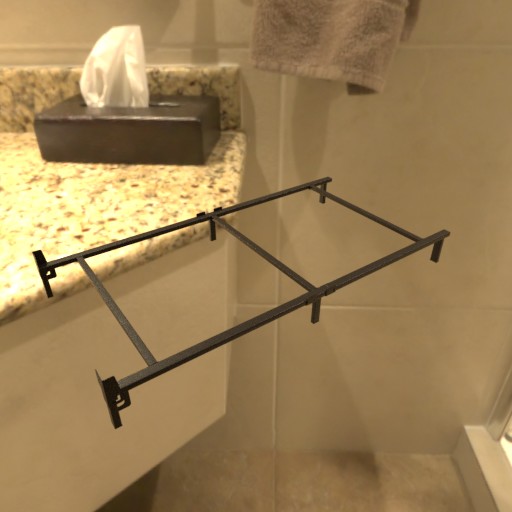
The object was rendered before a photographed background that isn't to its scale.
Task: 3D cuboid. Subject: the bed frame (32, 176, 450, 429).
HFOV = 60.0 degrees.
[{"bbox_3d":[0.000,0.000,2.279,1.897,0.248,0.968,-21,38,-29],"label":"bed frame"}]
